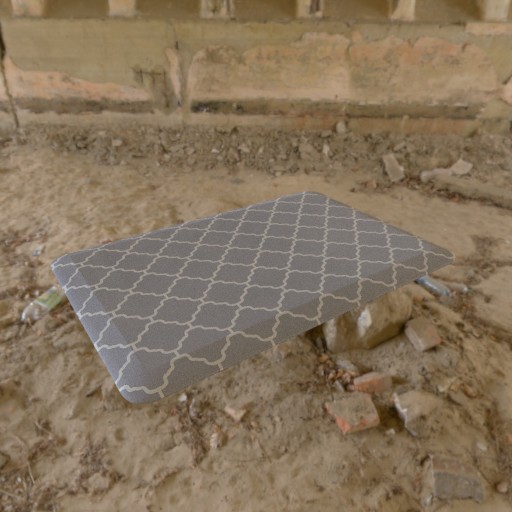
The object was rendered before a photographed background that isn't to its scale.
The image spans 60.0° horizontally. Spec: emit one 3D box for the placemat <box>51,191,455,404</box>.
[{"bbox_3d":[0.000,0.000,0.972,0.762,0.021,0.508,-18,34,-30],"label":"placemat"}]
